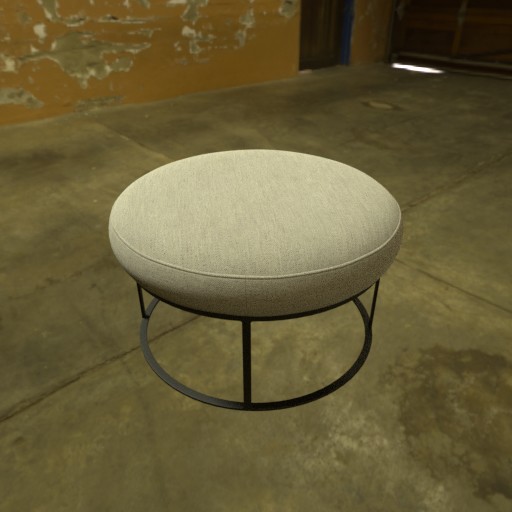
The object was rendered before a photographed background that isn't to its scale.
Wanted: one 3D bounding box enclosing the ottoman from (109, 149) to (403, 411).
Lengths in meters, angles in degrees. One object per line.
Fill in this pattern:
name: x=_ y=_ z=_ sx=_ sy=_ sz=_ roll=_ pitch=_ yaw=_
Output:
ottoman: x=0.000 y=0.000 z=1.267 sx=0.769 sy=0.459 sz=0.769 roll=0 pitch=31 yaw=0
